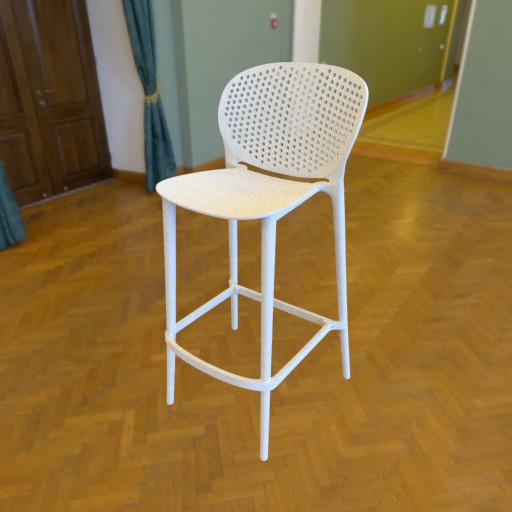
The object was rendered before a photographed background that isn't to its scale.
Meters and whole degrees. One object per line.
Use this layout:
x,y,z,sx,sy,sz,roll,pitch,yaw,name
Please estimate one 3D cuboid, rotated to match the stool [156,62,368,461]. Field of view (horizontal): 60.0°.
0.000,0.000,1.348,0.536,1.045,0.535,18,33,30,stool
